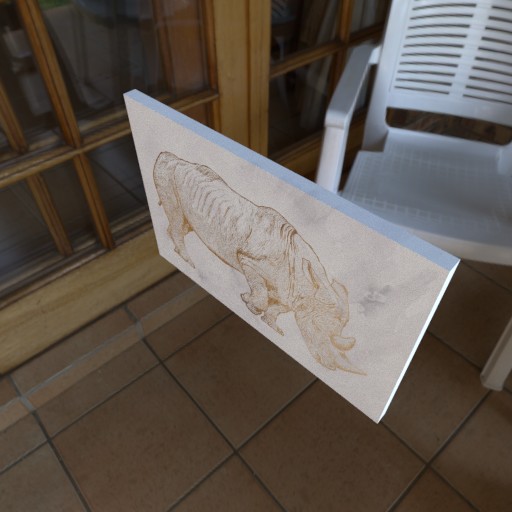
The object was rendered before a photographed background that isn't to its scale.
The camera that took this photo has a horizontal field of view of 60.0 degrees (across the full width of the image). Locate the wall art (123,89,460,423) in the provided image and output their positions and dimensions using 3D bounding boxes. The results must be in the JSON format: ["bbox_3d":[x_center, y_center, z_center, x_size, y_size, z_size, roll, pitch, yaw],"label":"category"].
[{"bbox_3d":[0.000,0.000,1.181,0.915,0.610,0.038,34,55,28],"label":"wall art"}]
